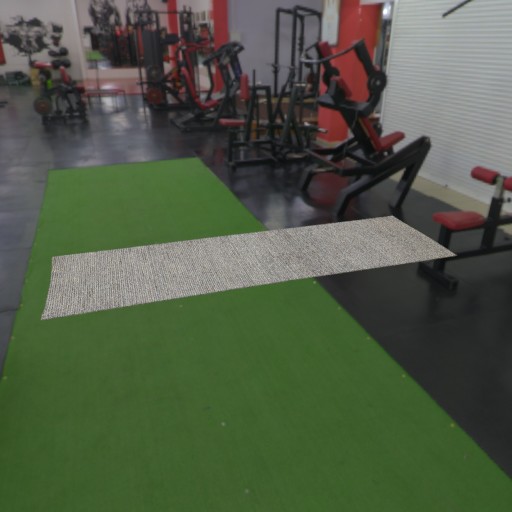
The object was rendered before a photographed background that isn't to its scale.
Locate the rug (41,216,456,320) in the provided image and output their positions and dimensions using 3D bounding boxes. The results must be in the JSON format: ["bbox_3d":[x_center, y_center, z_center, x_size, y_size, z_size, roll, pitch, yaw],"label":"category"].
[{"bbox_3d":[0.000,0.000,2.662,2.335,0.013,0.697,-8,27,-15],"label":"rug"}]
